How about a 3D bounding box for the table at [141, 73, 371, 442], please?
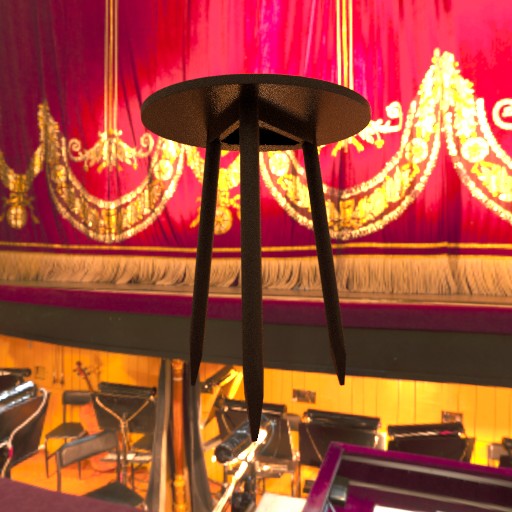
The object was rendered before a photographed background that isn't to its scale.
[{"bbox_3d":[0.000,0.000,0.911,0.457,0.585,0.457,0,0,0],"label":"table"}]
